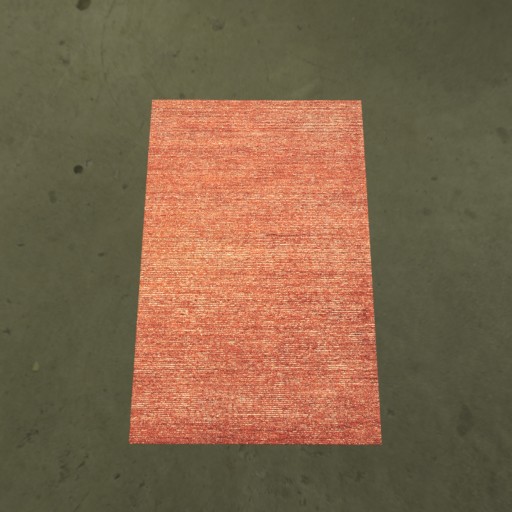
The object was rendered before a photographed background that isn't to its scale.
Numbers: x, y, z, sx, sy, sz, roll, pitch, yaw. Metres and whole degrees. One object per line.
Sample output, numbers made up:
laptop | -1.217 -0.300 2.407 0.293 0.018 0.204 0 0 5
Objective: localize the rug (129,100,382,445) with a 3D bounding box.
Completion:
rug | 0.000 0.000 2.203 1.139 0.011 1.747 0 76 0
